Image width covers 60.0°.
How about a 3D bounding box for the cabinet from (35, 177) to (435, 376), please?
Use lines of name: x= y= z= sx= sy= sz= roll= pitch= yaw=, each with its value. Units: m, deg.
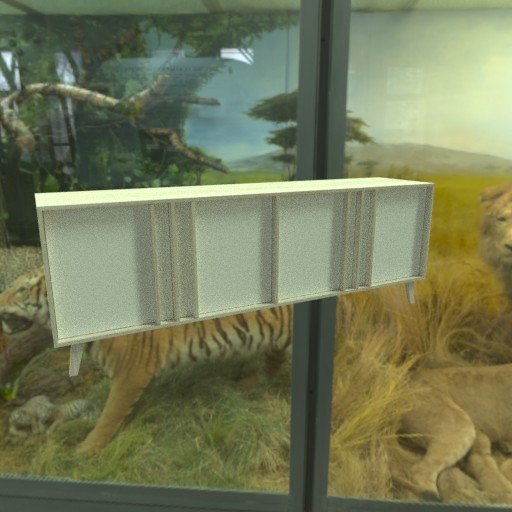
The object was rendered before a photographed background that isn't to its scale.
cabinet: x=0.000 y=0.000 z=2.553 sx=2.200 sy=0.780 sz=0.500 roll=-7 pitch=16 yaw=-26
